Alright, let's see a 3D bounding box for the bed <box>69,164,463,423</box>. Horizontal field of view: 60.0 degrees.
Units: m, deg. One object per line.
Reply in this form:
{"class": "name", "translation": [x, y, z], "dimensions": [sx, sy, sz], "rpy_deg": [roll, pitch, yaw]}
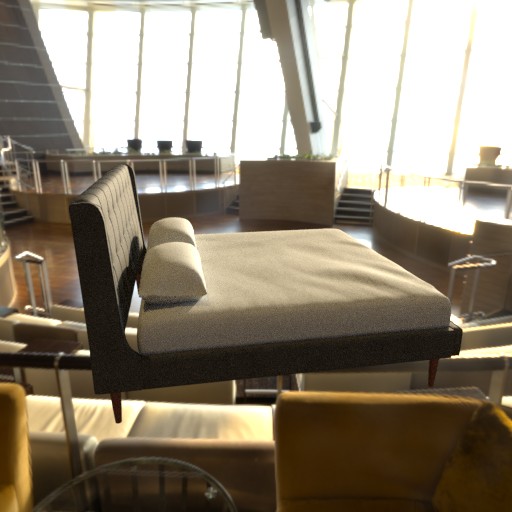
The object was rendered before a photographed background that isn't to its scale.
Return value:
{"class": "bed", "translation": [0.000, 0.000, 2.533], "dimensions": [1.638, 0.933, 1.531], "rpy_deg": [-3, 17, -10]}
